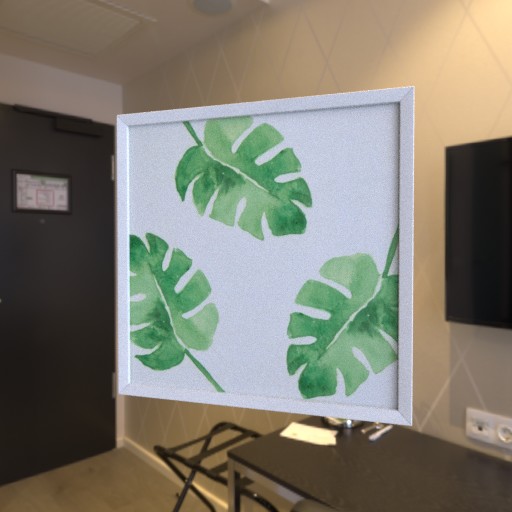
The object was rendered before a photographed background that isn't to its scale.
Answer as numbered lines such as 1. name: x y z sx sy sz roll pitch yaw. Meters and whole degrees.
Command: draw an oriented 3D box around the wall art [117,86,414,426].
1. wall art: 0.000 0.000 0.458 0.305 0.305 0.038 0 1 17
